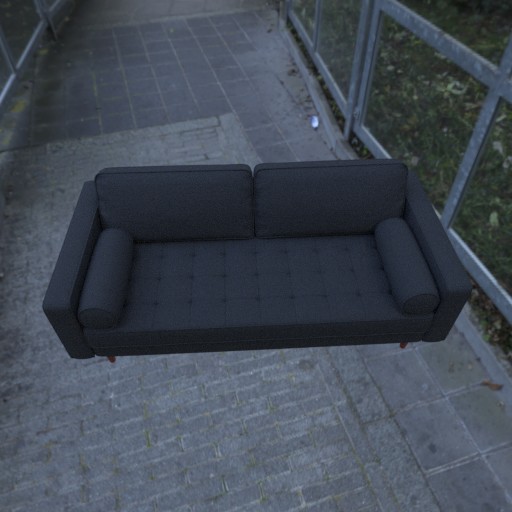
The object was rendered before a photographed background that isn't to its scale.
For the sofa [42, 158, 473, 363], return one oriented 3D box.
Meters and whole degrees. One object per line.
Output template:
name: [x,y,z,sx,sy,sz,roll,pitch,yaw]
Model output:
sofa: [0.000,0.000,2.337,1.875,0.759,0.914,-2,46,-2]
